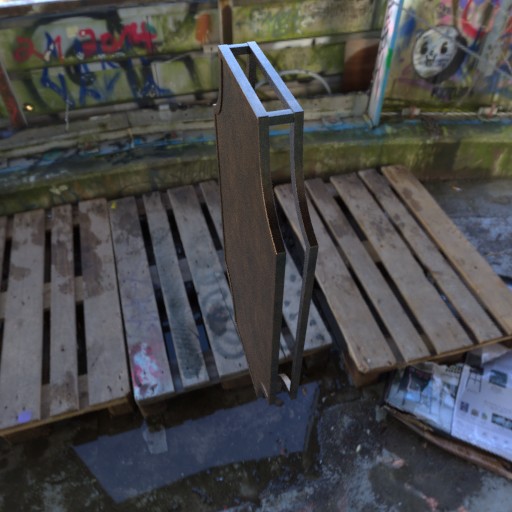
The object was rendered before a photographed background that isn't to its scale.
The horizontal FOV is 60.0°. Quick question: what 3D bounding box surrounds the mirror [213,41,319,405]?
[{"bbox_3d":[0.000,0.000,0.977,0.066,0.811,0.462,-11,47,-11],"label":"mirror"}]
